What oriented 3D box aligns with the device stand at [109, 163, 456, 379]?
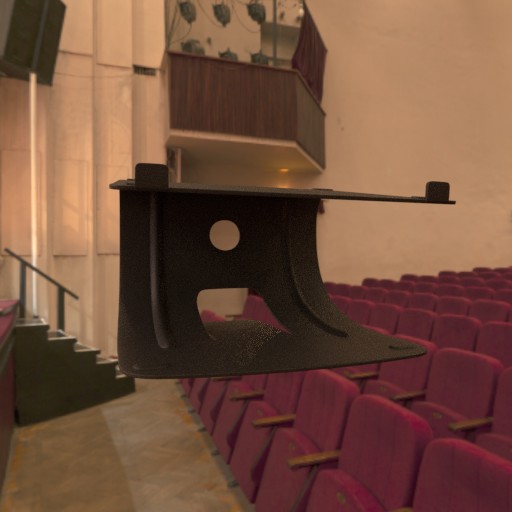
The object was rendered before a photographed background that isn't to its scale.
[{"bbox_3d":[0.000,0.000,0.407,0.256,0.155,0.236,0,0,-18],"label":"device stand"}]
